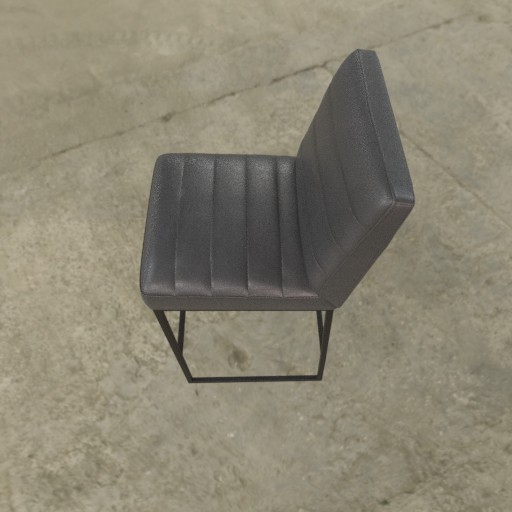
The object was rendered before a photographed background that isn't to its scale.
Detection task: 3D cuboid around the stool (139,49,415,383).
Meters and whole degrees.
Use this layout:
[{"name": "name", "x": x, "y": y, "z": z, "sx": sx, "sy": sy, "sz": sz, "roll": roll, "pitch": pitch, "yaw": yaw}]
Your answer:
[{"name": "stool", "x": 0.000, "y": 0.000, "z": 1.294, "sx": 0.552, "sy": 1.040, "sz": 0.457, "roll": -1, "pitch": 58, "yaw": -1}]
